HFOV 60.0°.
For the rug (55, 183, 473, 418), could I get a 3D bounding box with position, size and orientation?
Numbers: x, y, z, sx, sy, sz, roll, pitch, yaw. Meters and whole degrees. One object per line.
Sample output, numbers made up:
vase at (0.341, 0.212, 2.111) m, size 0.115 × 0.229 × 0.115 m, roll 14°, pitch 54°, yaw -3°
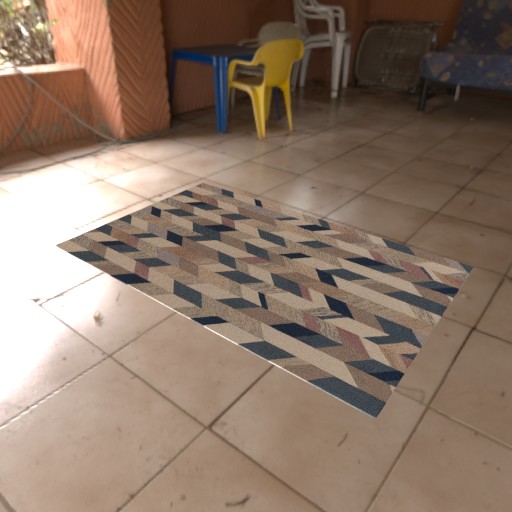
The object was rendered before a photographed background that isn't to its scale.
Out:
rug at (0.000, 0.000, 2.997) m, size 2.423 × 0.008 × 1.513 m, roll 21°, pitch 37°, yaw 32°
